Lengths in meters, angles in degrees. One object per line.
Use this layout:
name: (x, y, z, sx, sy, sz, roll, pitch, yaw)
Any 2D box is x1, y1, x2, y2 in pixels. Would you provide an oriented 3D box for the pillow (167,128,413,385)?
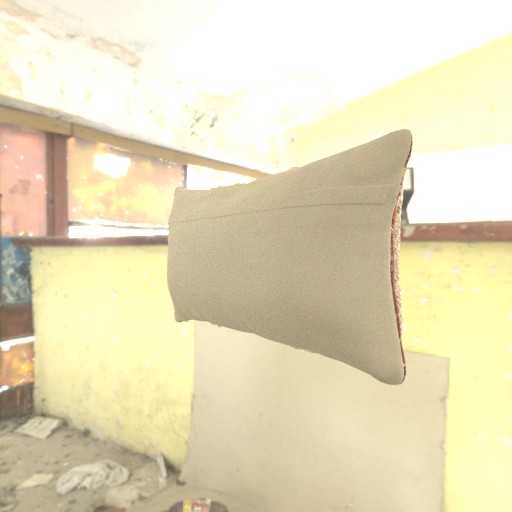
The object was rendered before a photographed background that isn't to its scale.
pillow: (0.000, 0.000, 0.731, 0.161, 0.295, 0.608, 0, 1, -35)
